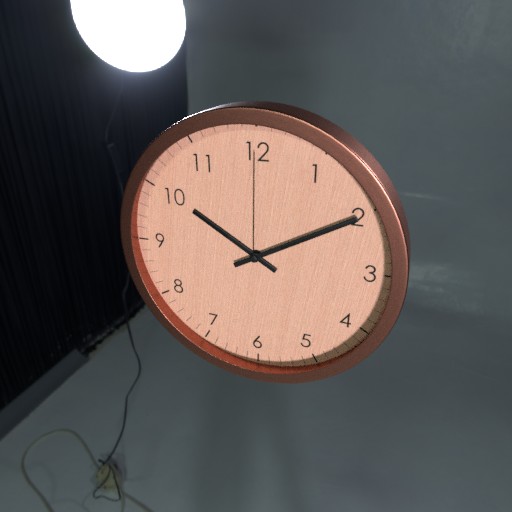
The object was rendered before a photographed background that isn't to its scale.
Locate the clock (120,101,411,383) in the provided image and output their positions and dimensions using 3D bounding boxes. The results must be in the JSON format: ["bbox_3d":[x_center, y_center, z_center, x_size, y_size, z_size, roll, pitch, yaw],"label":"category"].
[{"bbox_3d":[0.000,0.000,0.477,0.313,0.313,0.040,9,28,17],"label":"clock"}]
